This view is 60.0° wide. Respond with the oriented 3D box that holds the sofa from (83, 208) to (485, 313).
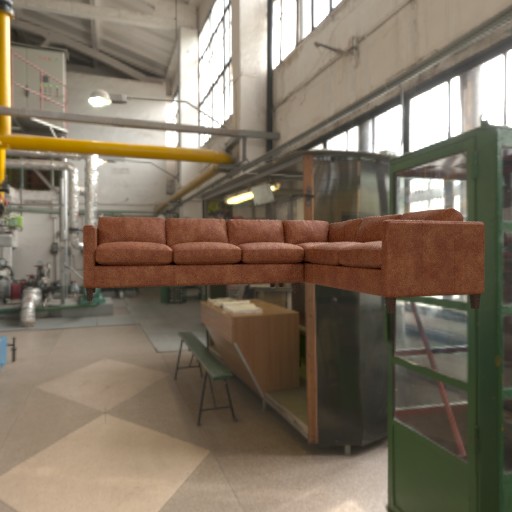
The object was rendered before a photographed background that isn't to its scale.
[{"bbox_3d":[0.000,0.000,4.274,3.167,0.838,2.438,0,1,-18],"label":"sofa"}]
